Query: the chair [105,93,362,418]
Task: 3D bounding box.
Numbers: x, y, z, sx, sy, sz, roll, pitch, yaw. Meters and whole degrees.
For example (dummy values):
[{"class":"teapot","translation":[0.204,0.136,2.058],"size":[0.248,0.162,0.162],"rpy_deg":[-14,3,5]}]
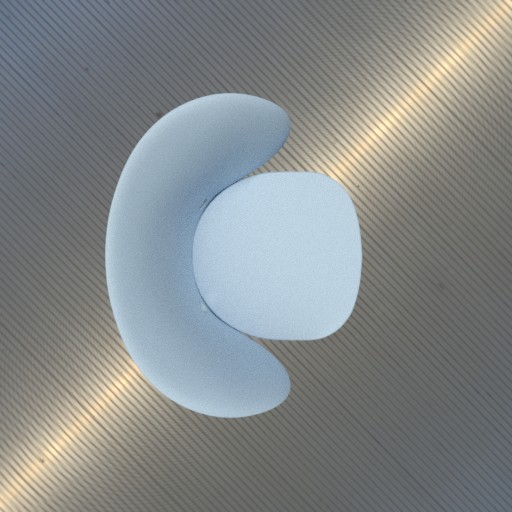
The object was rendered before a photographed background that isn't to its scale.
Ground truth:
[{"class":"chair","translation":[0.000,0.000,0.857],"size":[0.402,0.554,0.451],"rpy_deg":[0,90,0]}]
